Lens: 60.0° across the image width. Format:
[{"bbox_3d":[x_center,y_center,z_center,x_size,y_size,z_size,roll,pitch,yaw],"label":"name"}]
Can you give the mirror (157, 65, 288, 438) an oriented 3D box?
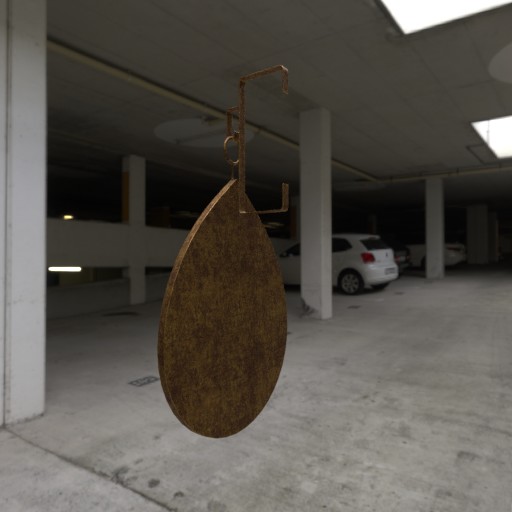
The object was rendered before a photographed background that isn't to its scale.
[{"bbox_3d":[0.000,0.000,0.905,0.144,0.744,0.405,-1,-1,36],"label":"mirror"}]
